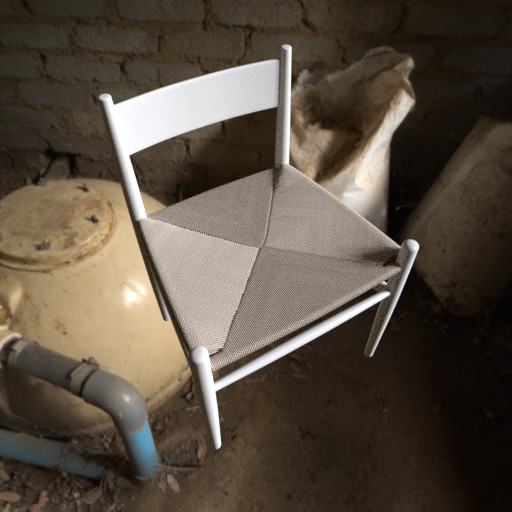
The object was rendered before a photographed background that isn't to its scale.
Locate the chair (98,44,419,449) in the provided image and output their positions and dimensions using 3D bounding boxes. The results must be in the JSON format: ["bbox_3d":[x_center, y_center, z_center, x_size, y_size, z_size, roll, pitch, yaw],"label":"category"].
[{"bbox_3d":[0.000,0.000,1.096,0.556,0.762,0.495,-24,53,-20],"label":"chair"}]
